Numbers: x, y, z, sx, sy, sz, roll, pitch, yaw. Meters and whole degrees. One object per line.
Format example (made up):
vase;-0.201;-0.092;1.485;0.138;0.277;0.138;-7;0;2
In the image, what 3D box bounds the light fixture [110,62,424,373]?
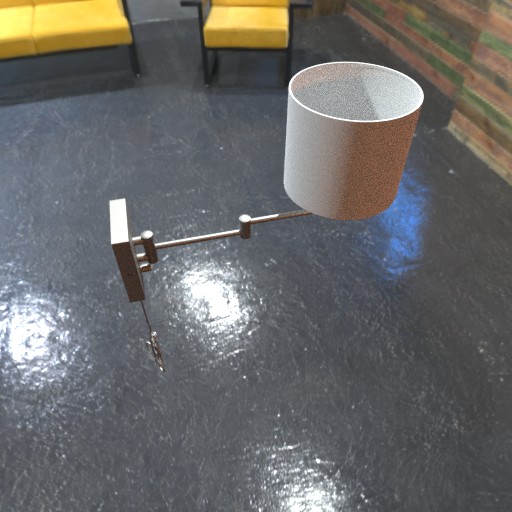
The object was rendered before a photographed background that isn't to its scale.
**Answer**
light fixture;0.000;0.000;0.884;0.516;0.651;0.203;-10;46;-10
